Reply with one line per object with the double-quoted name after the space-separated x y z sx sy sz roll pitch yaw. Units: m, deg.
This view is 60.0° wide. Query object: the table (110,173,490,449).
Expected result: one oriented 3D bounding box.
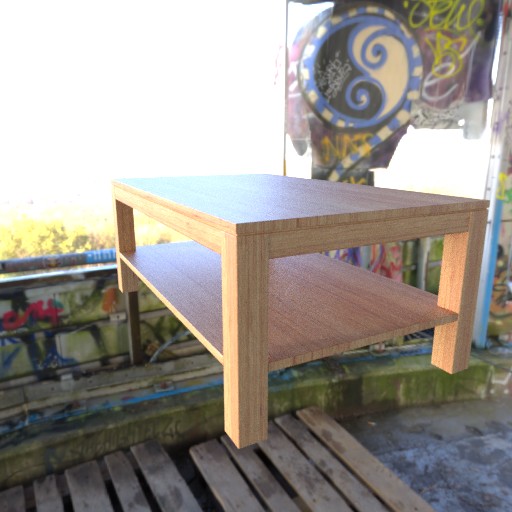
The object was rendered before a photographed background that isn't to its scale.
0.000 0.000 1.477 0.695 0.457 1.146 -8 16 -27 "table"
